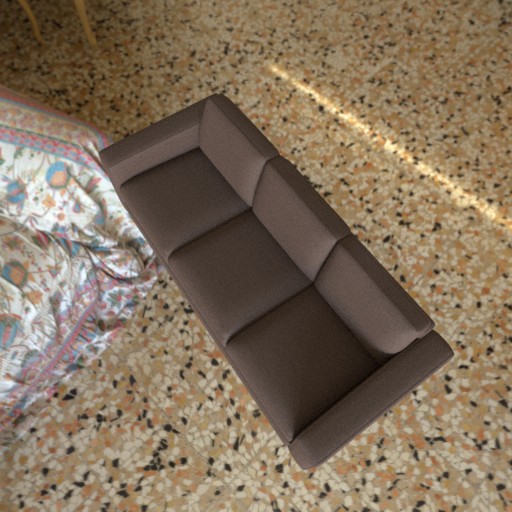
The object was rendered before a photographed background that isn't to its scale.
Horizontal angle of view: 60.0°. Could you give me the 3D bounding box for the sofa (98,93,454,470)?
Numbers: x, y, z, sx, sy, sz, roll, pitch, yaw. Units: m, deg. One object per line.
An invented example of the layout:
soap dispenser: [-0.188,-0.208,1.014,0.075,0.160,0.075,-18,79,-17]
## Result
sofa: [0.000,0.000,2.600,0.900,0.806,2.160,-32,68,-15]
